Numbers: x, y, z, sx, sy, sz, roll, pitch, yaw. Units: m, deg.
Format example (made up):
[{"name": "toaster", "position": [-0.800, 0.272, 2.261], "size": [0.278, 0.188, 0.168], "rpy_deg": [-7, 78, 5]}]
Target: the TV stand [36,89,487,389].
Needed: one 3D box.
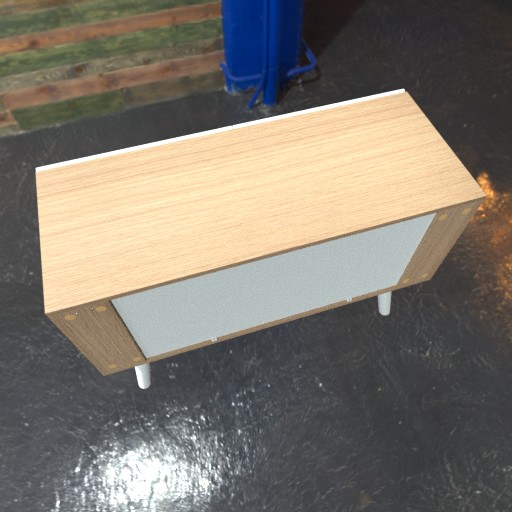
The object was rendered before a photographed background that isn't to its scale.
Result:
[{"name": "TV stand", "position": [0.000, 0.000, 1.326], "size": [0.991, 0.660, 0.407], "rpy_deg": [-15, 59, -9]}]
